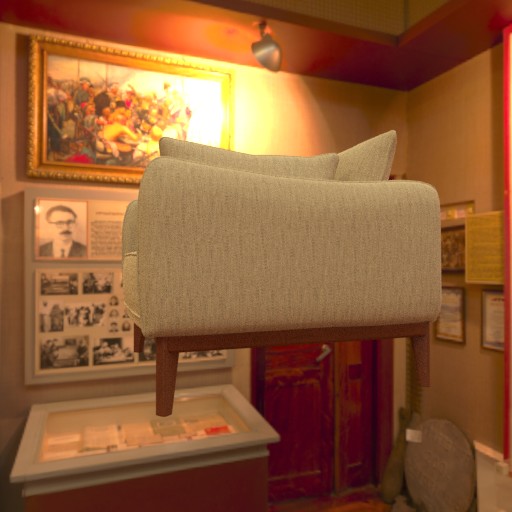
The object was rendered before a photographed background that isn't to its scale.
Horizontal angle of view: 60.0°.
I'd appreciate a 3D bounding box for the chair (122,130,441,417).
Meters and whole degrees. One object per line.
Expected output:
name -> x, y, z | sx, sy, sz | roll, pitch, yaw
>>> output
chair -> 0.000, 0.000, 1.728 | 0.991, 0.855, 0.994 | 0, -1, -19
